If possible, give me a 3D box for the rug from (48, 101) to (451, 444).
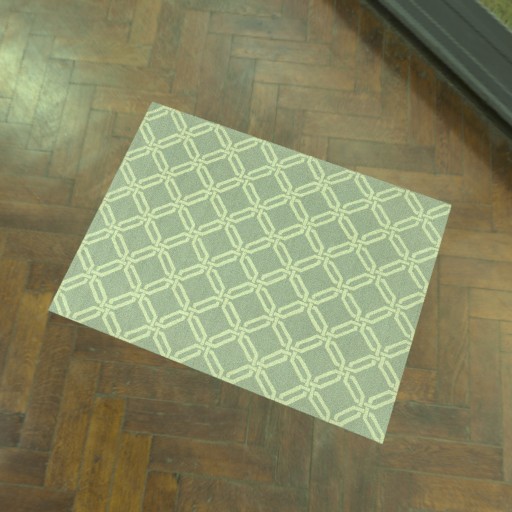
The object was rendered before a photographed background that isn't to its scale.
[{"bbox_3d":[0.000,0.000,4.401,3.353,0.013,2.438,20,76,5],"label":"rug"}]
